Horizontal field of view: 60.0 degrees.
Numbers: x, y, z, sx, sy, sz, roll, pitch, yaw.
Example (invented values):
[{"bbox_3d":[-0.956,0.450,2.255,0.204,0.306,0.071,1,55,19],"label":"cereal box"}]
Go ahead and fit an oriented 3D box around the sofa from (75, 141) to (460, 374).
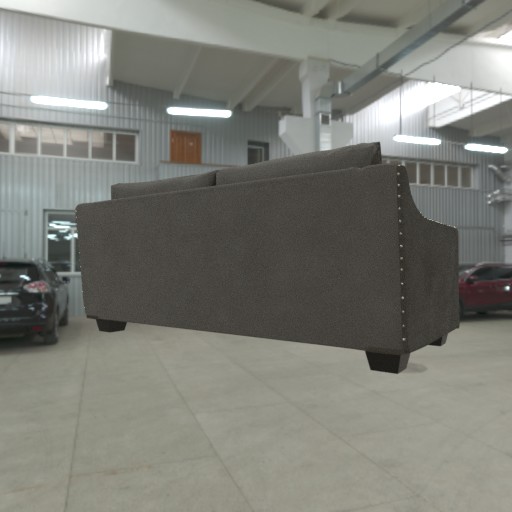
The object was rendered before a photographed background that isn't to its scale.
[{"bbox_3d":[0.000,0.000,3.276,2.550,1.196,1.336,-1,-1,35],"label":"sofa"}]
